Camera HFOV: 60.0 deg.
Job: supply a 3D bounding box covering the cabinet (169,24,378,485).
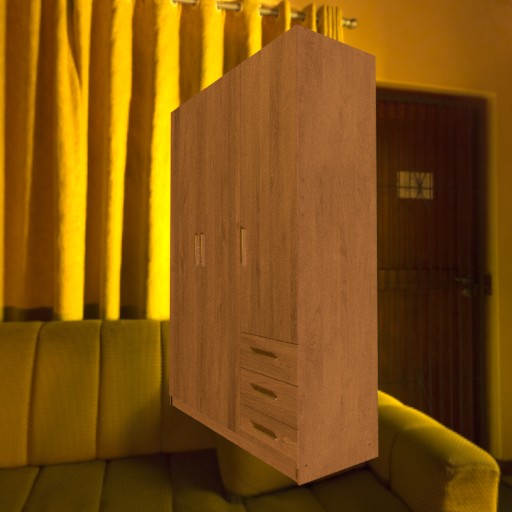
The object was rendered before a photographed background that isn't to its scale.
[{"bbox_3d":[0.000,0.000,2.499,0.510,1.910,1.290,1,-2,-35],"label":"cabinet"}]
